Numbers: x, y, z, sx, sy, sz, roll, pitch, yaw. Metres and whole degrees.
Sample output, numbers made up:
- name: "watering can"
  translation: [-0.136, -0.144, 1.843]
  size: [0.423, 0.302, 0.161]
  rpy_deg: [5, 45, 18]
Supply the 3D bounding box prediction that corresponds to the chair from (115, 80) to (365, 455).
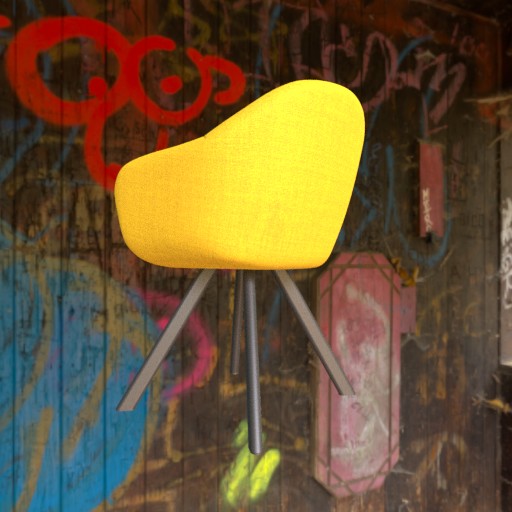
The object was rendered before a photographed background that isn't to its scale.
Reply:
- name: "chair"
  translation: [0.000, 0.000, 1.187]
  size: [0.550, 0.795, 0.590]
  rpy_deg: [0, 0, 36]
